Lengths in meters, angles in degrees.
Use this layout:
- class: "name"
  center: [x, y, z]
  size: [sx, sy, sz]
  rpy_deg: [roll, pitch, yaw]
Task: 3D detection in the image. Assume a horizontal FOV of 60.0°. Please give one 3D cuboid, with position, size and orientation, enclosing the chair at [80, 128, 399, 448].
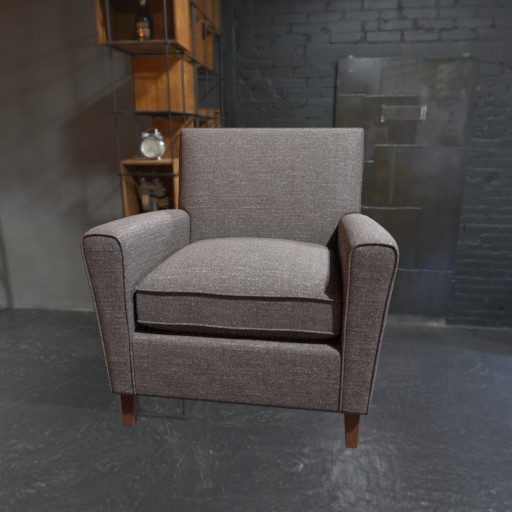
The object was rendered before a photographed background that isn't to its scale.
- class: "chair"
  center: [0.000, 0.000, 1.582]
  size: [0.838, 0.885, 0.875]
  rpy_deg: [2, 16, 8]
